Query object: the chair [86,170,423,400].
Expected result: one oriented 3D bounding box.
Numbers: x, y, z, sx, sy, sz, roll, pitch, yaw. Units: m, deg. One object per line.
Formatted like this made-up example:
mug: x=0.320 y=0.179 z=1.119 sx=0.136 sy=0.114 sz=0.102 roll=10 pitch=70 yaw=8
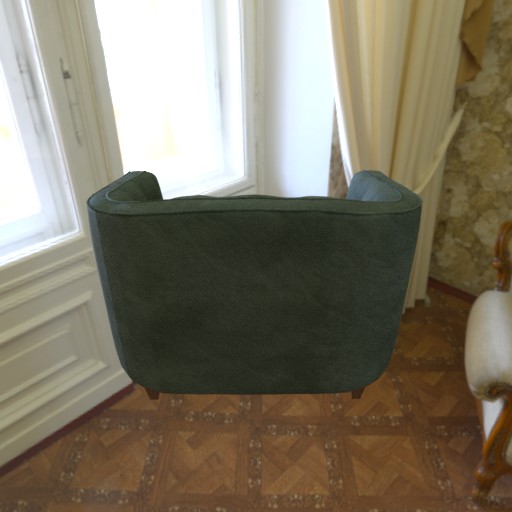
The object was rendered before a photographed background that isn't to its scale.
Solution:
chair: x=0.000 y=0.000 z=1.812 sx=1.104 sy=0.852 sz=0.941 roll=0 pitch=31 yaw=0
